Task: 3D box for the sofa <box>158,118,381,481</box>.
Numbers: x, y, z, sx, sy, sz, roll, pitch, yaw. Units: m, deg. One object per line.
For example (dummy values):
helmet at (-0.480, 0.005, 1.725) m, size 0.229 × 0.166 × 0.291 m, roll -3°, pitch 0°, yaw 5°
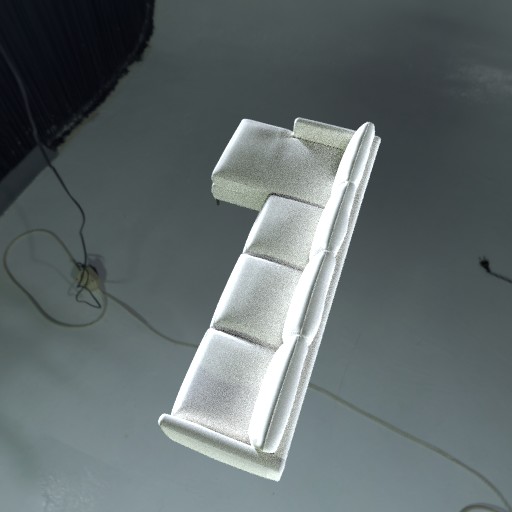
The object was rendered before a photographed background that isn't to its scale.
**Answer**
sofa at (0.000, 0.000, 3.813) m, size 1.467 × 0.875 × 3.186 m, roll 17°, pitch 59°, yaw 10°
